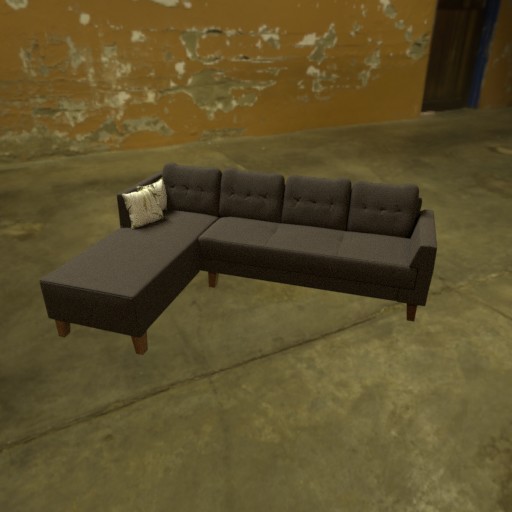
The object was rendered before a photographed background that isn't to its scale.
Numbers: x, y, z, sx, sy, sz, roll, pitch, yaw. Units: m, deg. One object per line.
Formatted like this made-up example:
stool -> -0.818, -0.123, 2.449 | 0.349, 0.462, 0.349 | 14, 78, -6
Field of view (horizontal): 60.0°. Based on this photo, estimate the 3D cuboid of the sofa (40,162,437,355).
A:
sofa -> 0.000, 0.000, 3.552 | 2.679, 0.932, 1.829 | 8, 28, 16
